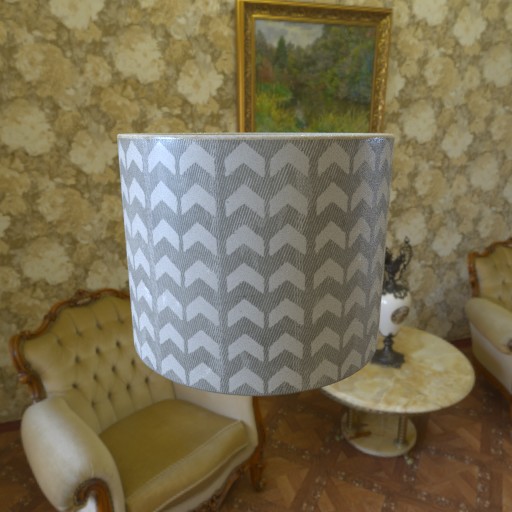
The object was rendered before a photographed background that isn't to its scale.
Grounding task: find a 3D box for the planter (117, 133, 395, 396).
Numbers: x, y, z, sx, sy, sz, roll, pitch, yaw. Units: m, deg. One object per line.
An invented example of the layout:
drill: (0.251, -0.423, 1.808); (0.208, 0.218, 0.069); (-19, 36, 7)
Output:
planter: (0.000, 0.000, 0.449); (0.250, 0.239, 0.250); (0, 16, 0)
